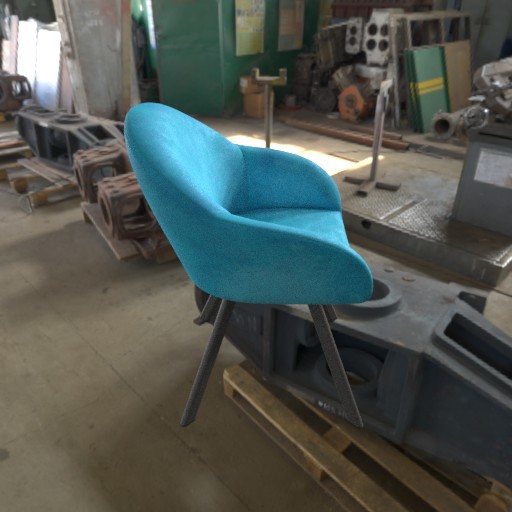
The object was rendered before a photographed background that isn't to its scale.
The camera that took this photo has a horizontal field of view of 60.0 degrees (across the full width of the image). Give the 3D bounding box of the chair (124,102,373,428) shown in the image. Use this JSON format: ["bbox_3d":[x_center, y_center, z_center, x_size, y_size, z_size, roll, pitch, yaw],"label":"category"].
[{"bbox_3d":[0.000,0.000,1.214,0.590,0.795,0.550,0,31,0],"label":"chair"}]
